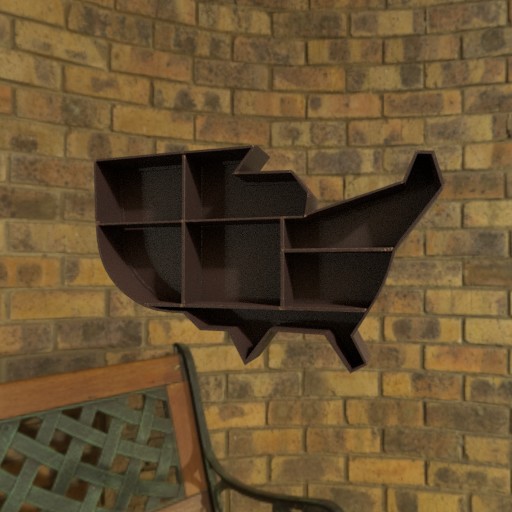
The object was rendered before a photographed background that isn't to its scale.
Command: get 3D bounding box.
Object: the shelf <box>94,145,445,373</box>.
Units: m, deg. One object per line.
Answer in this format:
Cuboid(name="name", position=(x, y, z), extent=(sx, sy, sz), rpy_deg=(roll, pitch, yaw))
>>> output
Cuboid(name="shelf", position=(0.000, 0.000, 0.934), extent=(0.729, 0.439, 0.112), rpy_deg=(-1, -2, 17))
